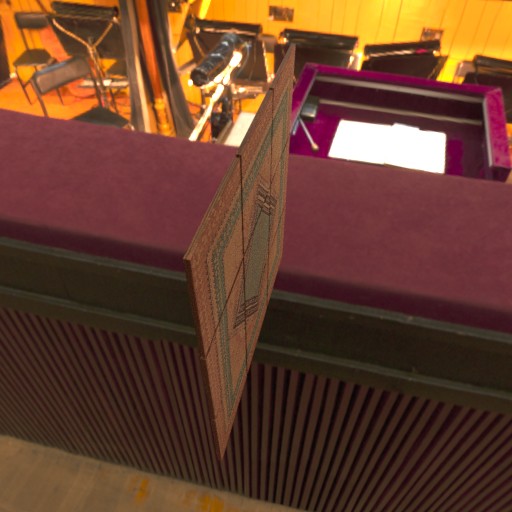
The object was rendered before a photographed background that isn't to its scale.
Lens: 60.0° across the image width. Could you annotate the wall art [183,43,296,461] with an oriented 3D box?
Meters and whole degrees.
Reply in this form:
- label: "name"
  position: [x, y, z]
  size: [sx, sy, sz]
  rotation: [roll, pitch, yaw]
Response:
- label: "wall art"
  position: [0.000, 0.000, 1.351]
  size: [0.013, 0.914, 0.915]
  rotation: [10, 47, 10]
